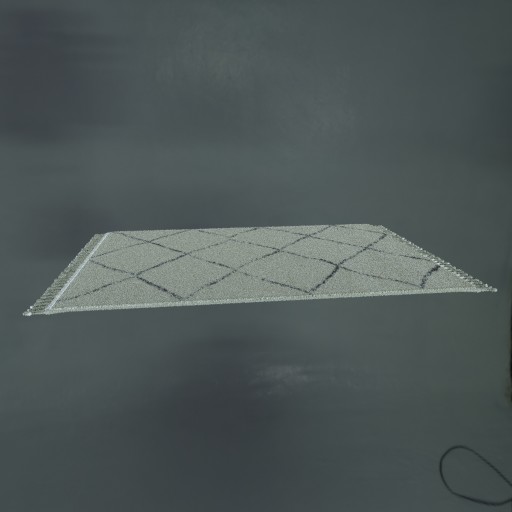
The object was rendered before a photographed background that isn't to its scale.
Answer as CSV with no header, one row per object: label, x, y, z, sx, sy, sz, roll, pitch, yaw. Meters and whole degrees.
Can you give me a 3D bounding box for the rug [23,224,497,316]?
rug,0.000,0.000,2.838,2.307,0.031,1.494,-2,17,-7
